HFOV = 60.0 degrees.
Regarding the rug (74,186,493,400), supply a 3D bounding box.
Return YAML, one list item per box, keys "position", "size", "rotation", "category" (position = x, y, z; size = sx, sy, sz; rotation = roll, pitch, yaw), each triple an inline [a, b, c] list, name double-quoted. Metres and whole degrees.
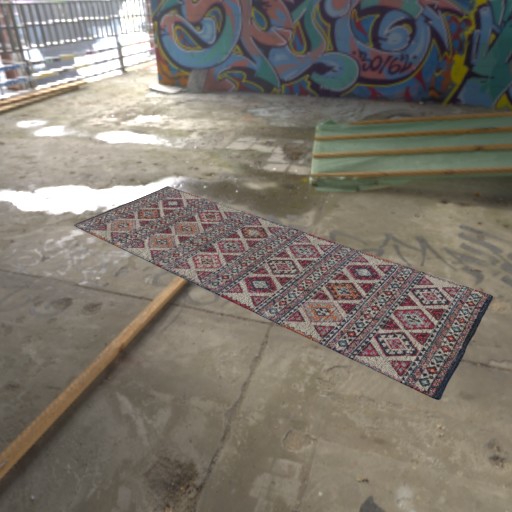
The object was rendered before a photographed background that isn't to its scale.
- position: [0.000, 0.000, 2.548]
  size: [2.362, 0.008, 0.832]
  rotation: [22, 37, 31]
  category: "rug"
